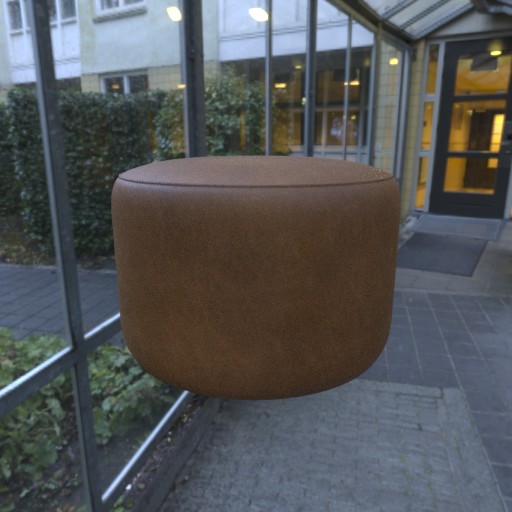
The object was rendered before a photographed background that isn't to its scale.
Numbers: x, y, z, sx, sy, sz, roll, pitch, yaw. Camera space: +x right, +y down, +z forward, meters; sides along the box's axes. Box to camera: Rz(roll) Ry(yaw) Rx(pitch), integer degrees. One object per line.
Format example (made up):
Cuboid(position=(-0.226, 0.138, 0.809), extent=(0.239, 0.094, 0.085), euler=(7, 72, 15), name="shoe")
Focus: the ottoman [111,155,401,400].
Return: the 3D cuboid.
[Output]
Cuboid(position=(0.000, 0.000, 1.005), extent=(0.607, 0.438, 0.607), euler=(0, 15, 0), name="ottoman")
